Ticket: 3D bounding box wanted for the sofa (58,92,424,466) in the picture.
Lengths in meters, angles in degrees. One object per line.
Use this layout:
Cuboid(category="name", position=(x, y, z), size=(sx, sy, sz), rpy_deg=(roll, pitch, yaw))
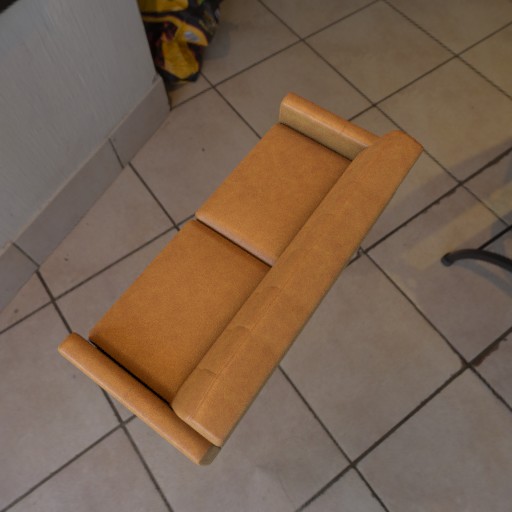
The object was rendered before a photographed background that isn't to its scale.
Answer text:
Cuboid(category="sofa", position=(0.000, 0.000, 2.615), size=(0.980, 0.892, 2.137), rpy_deg=(33, 69, 14))
